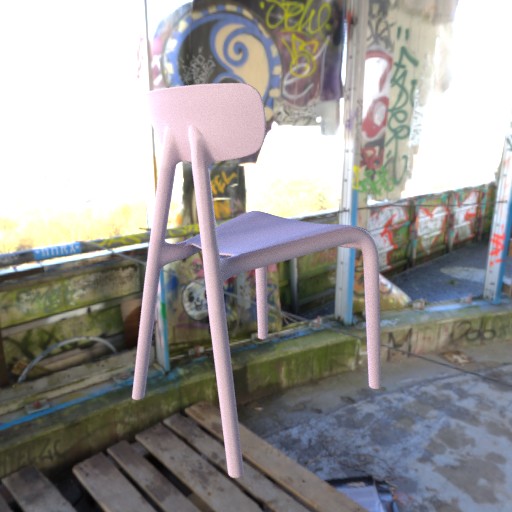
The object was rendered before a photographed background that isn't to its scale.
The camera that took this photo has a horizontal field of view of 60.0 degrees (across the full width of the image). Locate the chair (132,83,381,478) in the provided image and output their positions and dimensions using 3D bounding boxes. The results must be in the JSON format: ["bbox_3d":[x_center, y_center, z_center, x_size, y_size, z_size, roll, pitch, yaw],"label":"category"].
[{"bbox_3d":[0.000,0.000,0.849,0.401,0.580,0.356,-14,20,-43],"label":"chair"}]
